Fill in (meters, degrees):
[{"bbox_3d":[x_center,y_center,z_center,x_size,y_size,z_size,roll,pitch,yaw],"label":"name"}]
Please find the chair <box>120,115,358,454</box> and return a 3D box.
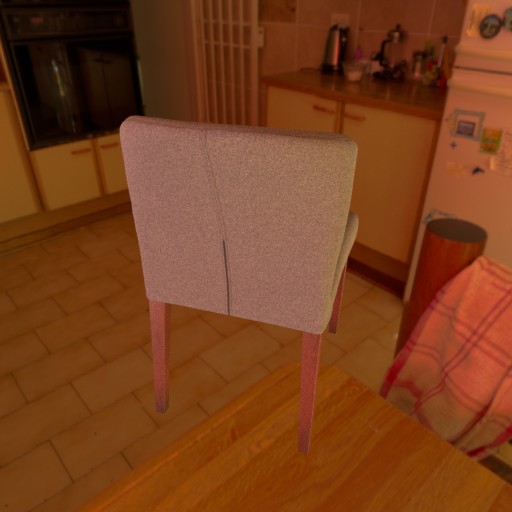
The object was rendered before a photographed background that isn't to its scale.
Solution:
[{"bbox_3d":[0.000,0.000,1.192,0.491,0.839,0.592,9,32,15],"label":"chair"}]
